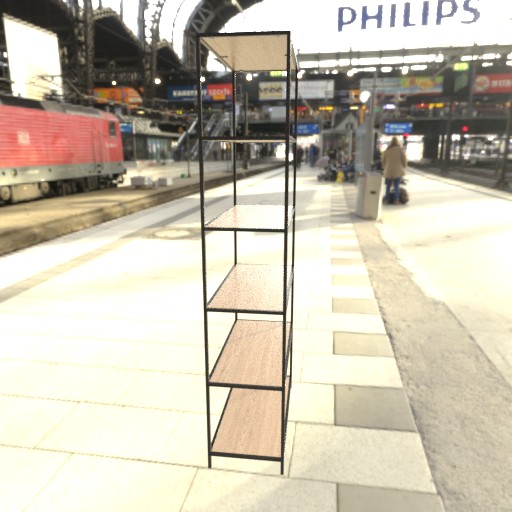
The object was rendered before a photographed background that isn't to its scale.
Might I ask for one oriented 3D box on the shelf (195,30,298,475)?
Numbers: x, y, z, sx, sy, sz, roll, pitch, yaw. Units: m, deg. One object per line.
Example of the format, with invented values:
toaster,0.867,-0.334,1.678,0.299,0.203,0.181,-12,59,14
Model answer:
shelf,0.000,0.000,2.187,0.350,1.850,0.770,2,14,7
